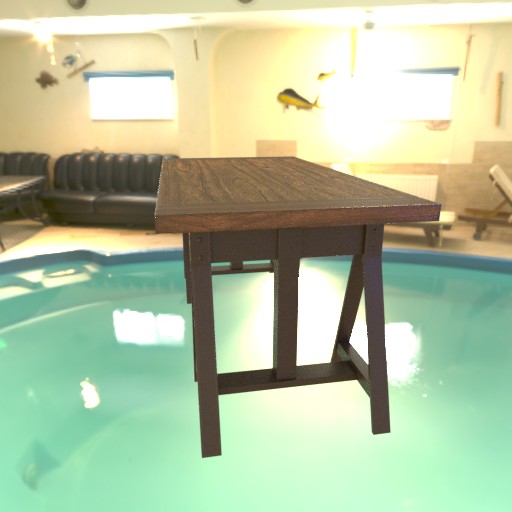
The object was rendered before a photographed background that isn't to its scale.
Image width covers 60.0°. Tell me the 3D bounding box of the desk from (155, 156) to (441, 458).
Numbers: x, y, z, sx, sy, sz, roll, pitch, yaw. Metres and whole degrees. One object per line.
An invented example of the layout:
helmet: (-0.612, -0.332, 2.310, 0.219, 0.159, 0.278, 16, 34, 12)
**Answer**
desk: (0.000, 0.000, 1.962, 0.784, 0.725, 1.543, -3, 18, -10)
